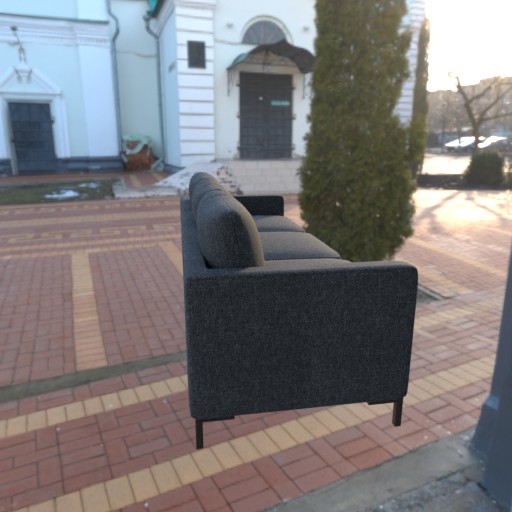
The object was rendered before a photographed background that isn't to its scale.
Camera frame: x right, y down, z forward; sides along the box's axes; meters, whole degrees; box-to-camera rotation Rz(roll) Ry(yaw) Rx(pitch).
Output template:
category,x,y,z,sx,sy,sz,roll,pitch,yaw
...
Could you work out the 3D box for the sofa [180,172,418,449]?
category,x,y,z,sx,sy,sz,roll,pitch,yaw
sofa,0.000,0.000,2.621,0.859,0.874,2.218,-2,15,-9
